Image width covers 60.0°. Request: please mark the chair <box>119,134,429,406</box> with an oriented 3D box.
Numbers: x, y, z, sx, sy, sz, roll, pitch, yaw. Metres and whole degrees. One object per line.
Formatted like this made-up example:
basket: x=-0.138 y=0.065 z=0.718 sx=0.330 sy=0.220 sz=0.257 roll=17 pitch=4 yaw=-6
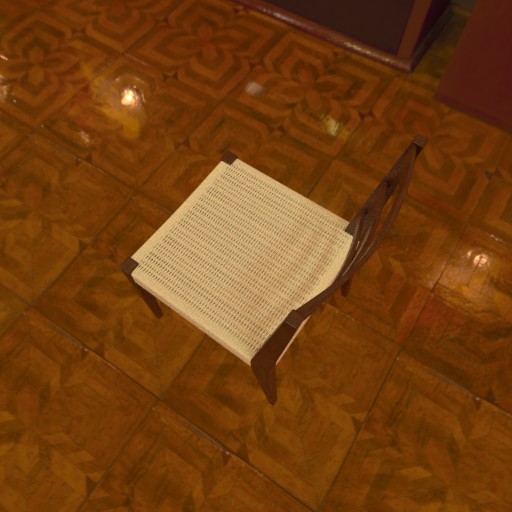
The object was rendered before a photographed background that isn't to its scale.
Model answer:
chair: x=0.000 y=0.000 z=1.192 sx=0.551 sy=0.813 sz=0.480 roll=33 pitch=68 yaw=15
